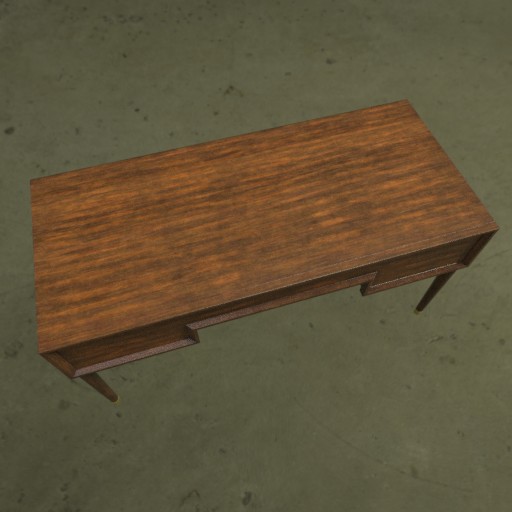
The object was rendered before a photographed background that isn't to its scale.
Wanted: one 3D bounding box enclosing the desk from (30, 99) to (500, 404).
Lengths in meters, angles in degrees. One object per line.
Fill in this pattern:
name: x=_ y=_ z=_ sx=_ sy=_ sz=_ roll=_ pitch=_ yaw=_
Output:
desk: x=0.000 y=0.000 z=1.946 sx=1.575 sy=0.762 sz=0.724 roll=-14 pitch=60 yaw=-9
